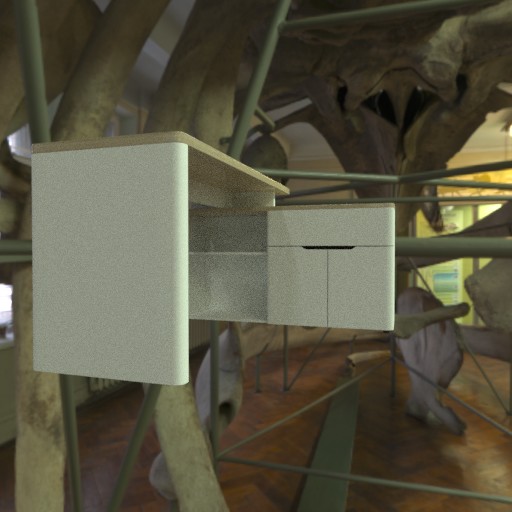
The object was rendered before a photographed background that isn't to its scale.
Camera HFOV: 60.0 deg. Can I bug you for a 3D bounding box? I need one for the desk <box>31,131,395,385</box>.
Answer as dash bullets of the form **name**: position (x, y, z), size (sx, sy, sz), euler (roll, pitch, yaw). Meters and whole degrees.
- **desk**: position (0.000, 0.000, 1.986), size (1.175, 0.770, 1.400), euler (0, 1, 18)
